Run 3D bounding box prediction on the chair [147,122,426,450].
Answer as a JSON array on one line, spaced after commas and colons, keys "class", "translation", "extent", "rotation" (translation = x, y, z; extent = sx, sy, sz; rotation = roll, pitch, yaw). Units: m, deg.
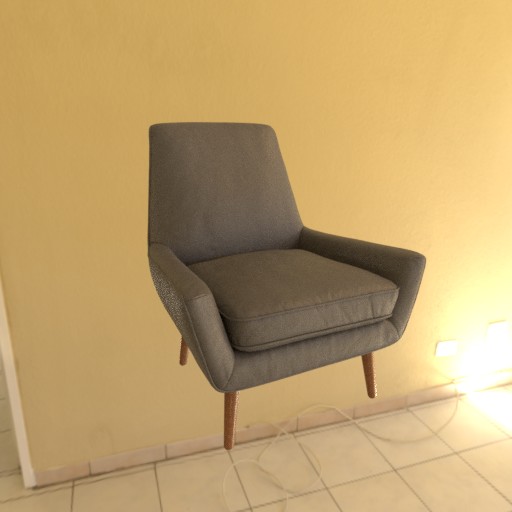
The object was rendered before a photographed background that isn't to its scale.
[{"class": "chair", "translation": [0.000, 0.000, 1.519], "extent": [0.787, 0.888, 0.822], "rotation": [-8, 18, -27]}]
